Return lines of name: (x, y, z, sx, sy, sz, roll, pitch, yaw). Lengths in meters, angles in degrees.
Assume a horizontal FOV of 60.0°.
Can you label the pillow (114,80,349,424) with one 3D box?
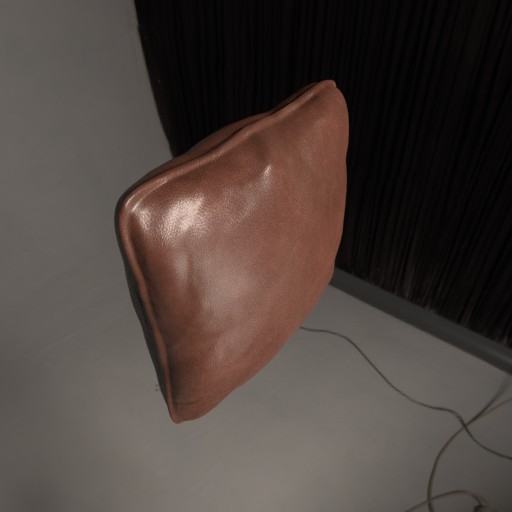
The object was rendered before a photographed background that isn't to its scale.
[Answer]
pillow: (0.000, 0.000, 0.827, 0.236, 0.523, 0.532, 26, 47, 27)
